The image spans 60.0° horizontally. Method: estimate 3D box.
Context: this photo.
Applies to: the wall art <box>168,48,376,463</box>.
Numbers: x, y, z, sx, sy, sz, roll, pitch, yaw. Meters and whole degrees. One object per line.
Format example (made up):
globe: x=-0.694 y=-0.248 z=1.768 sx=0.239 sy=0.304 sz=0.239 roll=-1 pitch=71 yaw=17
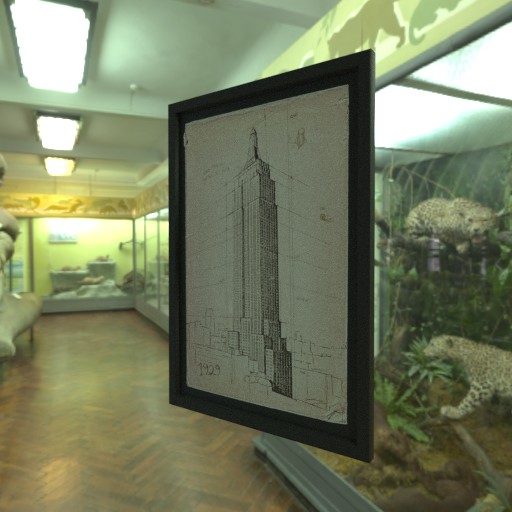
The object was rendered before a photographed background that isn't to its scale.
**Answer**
wall art: x=0.000 y=0.000 z=0.555 sx=0.303 sy=0.431 sz=0.013 roll=1 pitch=1 yaw=36
